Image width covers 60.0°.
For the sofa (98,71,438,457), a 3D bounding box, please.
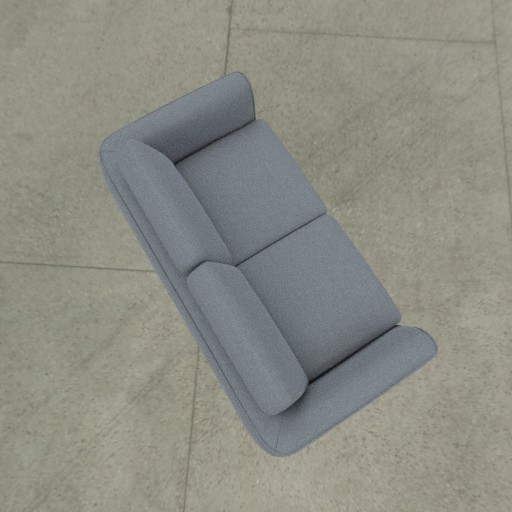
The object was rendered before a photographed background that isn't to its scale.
[{"bbox_3d":[0.000,0.000,2.204,0.920,0.850,1.700,-31,77,-8],"label":"sofa"}]
